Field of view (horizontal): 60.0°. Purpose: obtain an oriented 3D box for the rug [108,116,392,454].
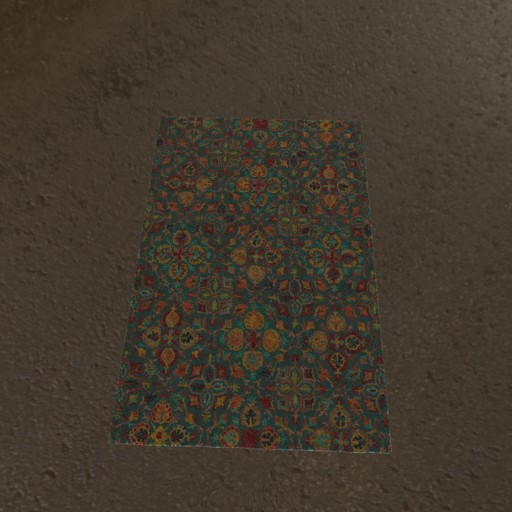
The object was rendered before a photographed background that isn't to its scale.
[{"bbox_3d":[0.000,0.000,2.863,1.527,0.016,2.290,2,65,1],"label":"rug"}]
